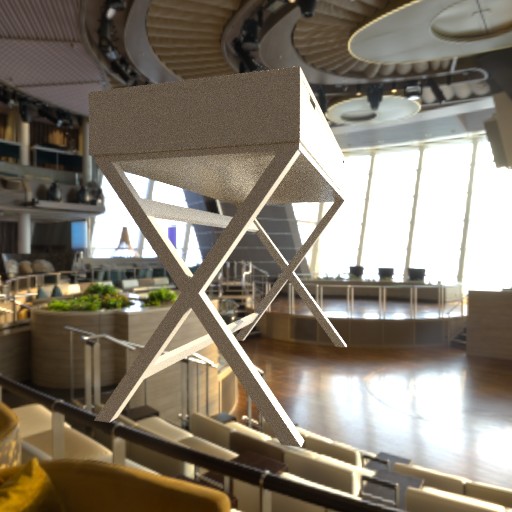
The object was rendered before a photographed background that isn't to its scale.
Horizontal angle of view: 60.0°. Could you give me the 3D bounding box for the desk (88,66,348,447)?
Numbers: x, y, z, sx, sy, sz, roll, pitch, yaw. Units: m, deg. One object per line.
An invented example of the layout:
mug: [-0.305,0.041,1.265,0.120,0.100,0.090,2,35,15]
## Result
desk: [0.000,0.000,1.478,0.509,0.780,1.059,0,1,17]
